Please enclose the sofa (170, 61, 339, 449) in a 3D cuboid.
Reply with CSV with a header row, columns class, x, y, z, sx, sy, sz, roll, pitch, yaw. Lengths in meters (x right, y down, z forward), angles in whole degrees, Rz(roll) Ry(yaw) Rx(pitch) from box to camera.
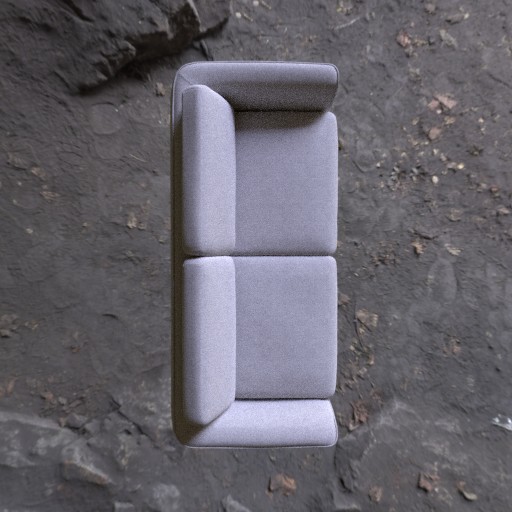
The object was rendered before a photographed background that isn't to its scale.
class,x,y,z,sx,sy,sz,roll,pitch,yaw
sofa,0.000,0.000,2.469,0.920,0.850,2.000,0,91,0
